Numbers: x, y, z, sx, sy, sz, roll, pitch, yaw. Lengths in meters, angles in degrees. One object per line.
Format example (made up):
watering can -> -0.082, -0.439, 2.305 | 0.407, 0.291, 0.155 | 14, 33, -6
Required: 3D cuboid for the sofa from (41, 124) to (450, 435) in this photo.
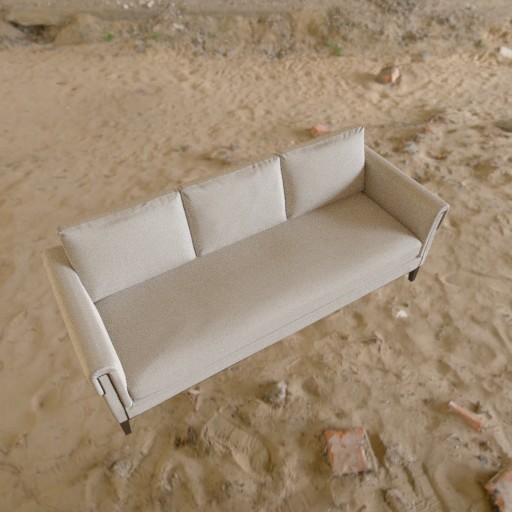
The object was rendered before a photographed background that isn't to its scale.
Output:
sofa -> 0.000, 0.000, 2.665 | 2.198, 0.911, 0.902 | -24, 51, -21
